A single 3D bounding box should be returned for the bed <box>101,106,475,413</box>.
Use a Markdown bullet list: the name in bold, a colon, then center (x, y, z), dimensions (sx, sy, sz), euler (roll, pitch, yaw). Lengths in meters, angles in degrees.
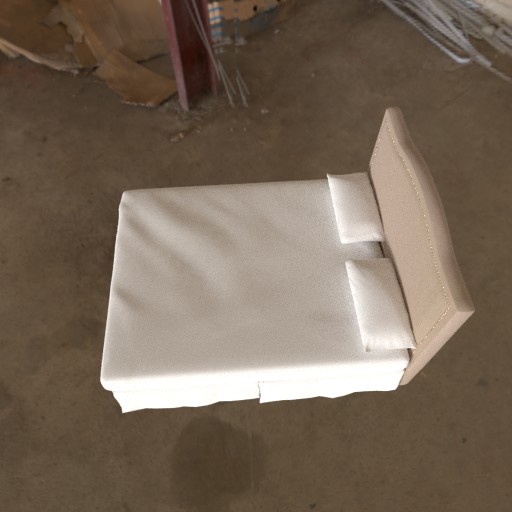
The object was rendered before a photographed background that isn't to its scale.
- **bed**: center (0.000, 0.000, 3.350), dimensions (2.282, 1.436, 1.821), euler (-3, 57, -2)
